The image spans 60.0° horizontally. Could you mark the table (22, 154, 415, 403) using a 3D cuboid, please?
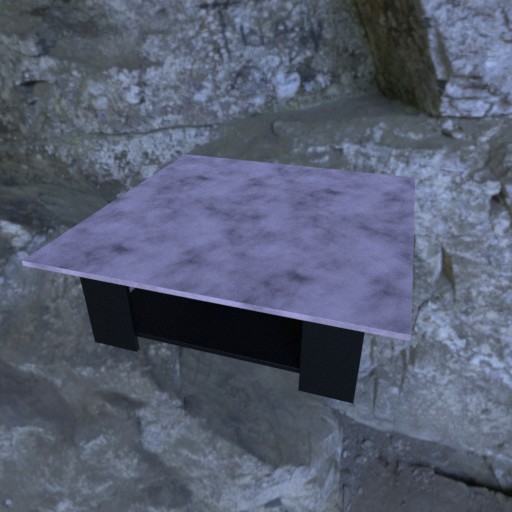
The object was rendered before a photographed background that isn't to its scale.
[{"bbox_3d":[0.000,0.000,1.383,0.890,0.305,0.890,9,31,15],"label":"table"}]
